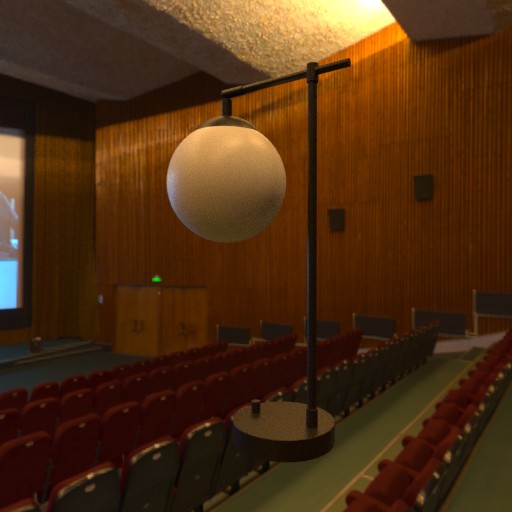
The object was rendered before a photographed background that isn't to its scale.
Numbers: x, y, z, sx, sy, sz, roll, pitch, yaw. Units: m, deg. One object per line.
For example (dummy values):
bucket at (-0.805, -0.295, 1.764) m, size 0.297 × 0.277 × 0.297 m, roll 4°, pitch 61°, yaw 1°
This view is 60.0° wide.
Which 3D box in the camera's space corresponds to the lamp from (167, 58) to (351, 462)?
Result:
lamp at (0.000, 0.000, 0.706) m, size 0.316 × 0.559 × 0.197 m, roll 1°, pitch 1°, yaw 35°
